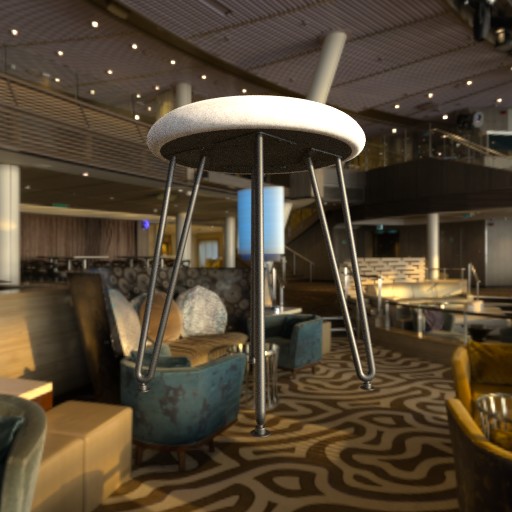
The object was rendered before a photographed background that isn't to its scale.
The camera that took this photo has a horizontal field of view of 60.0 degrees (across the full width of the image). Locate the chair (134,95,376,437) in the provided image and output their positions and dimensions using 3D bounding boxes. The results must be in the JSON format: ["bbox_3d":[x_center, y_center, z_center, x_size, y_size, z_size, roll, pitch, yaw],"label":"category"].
[{"bbox_3d":[0.000,0.000,0.644,0.350,0.386,0.350,0,0,-2],"label":"chair"}]
